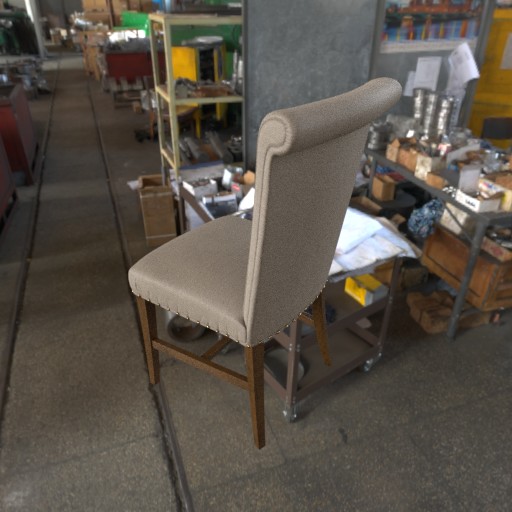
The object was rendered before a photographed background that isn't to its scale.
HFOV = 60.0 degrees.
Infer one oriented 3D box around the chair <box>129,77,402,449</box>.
[{"bbox_3d":[0.000,0.000,1.325,0.608,0.988,0.513,21,36,31],"label":"chair"}]
